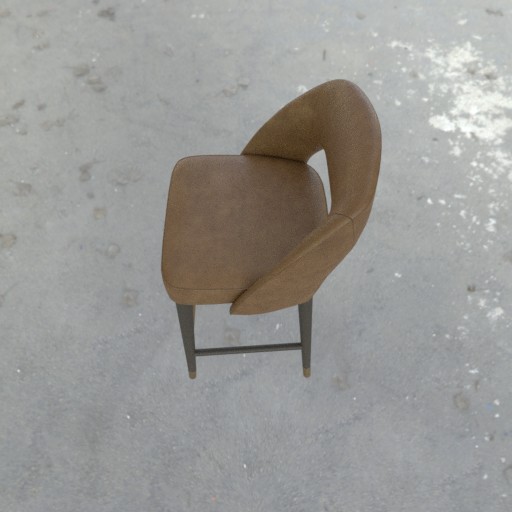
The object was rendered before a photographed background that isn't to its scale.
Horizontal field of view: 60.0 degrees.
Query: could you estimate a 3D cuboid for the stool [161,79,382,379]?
[{"bbox_3d":[0.000,0.000,1.342,0.509,1.037,0.494,-1,59,0],"label":"stool"}]
